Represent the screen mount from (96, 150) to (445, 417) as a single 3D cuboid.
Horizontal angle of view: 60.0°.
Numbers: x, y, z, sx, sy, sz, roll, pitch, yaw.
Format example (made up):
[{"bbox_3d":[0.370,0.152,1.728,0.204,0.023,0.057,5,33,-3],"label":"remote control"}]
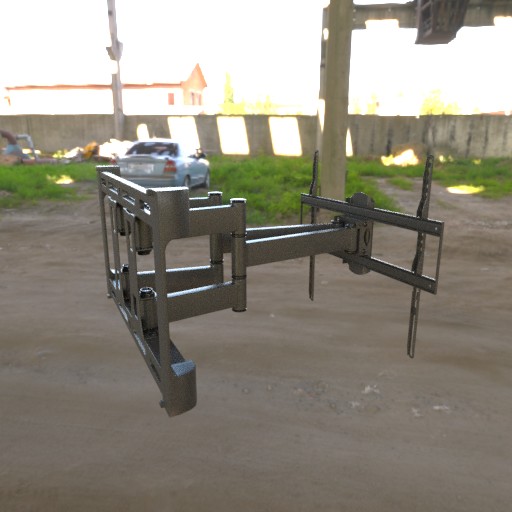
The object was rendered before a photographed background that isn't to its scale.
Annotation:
[{"bbox_3d":[0.000,0.000,0.943,0.556,0.424,0.571,-7,17,-25],"label":"screen mount"}]
